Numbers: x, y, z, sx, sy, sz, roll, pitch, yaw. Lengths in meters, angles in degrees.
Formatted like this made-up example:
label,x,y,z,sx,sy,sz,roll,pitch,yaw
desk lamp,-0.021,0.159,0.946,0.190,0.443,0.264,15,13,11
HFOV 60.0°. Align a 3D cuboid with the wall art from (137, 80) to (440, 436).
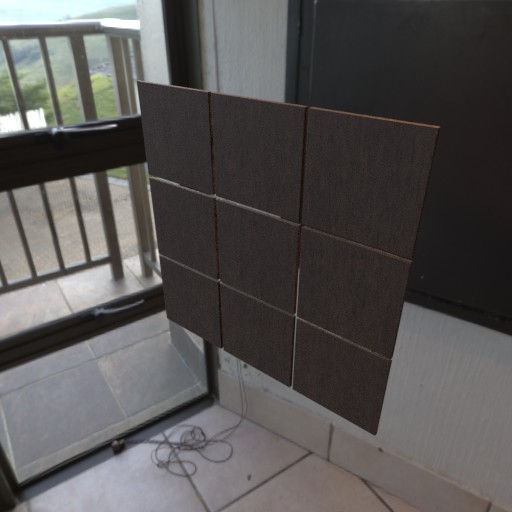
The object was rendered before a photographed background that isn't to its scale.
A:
label,x,y,z,sx,sy,sz,roll,pitch,yaw
wall art,0.000,0.000,1.344,0.915,0.914,0.013,22,37,32
